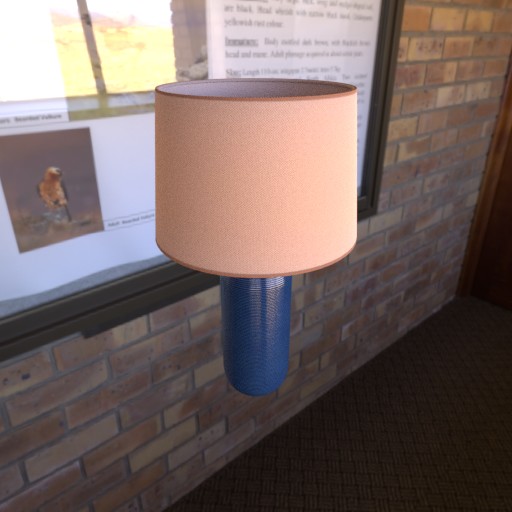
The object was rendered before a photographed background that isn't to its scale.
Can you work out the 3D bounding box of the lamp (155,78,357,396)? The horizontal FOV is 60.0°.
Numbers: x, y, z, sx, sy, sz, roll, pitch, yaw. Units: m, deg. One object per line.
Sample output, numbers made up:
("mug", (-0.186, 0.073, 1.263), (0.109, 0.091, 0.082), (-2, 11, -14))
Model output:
("lamp", (0.000, 0.000, 0.847), (0.367, 0.609, 0.367), (0, 26, 0))
